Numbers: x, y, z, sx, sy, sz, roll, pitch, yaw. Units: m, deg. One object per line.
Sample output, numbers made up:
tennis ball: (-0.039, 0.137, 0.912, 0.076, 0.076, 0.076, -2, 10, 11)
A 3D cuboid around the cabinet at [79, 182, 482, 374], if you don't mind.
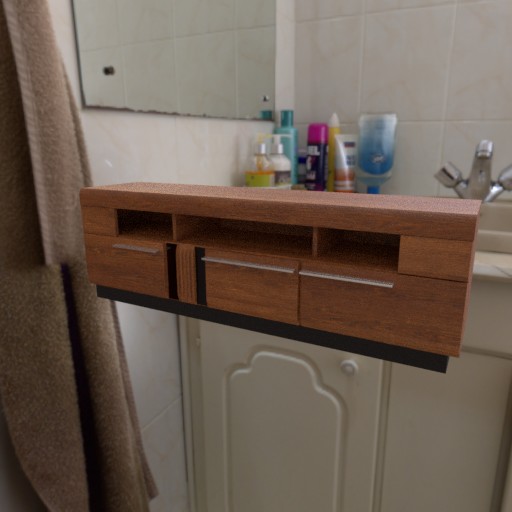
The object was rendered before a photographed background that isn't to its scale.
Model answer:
cabinet: (0.000, 0.000, 1.828, 1.600, 0.510, 0.419, 8, 16, 27)
